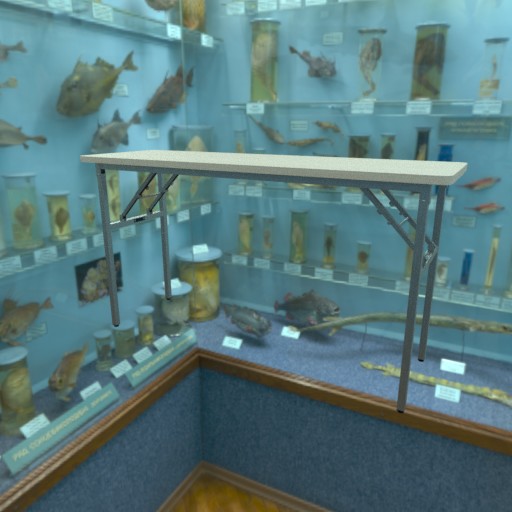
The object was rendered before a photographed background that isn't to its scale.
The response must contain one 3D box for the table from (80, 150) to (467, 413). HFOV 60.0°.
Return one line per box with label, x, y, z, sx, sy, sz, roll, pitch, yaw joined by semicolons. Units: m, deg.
table;0.000;0.000;1.746;1.397;0.750;0.446;9;19;28
